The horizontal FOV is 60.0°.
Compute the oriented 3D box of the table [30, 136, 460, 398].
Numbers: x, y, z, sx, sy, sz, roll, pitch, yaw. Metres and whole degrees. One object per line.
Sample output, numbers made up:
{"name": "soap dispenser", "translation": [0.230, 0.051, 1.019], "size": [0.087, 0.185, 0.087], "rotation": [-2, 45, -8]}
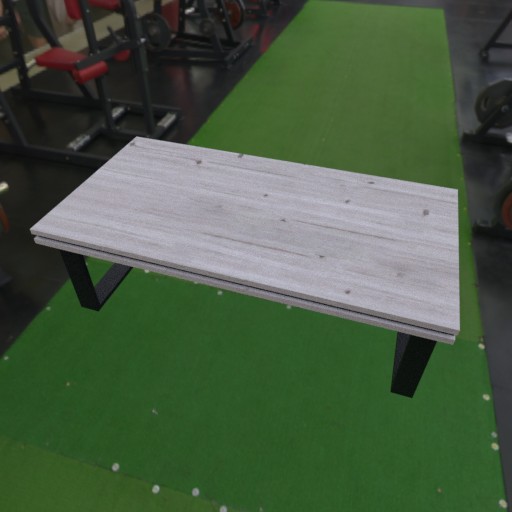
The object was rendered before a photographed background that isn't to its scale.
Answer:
{"name": "table", "translation": [0.000, 0.000, 1.710], "size": [1.350, 0.450, 0.700], "rotation": [12, 43, 14]}
